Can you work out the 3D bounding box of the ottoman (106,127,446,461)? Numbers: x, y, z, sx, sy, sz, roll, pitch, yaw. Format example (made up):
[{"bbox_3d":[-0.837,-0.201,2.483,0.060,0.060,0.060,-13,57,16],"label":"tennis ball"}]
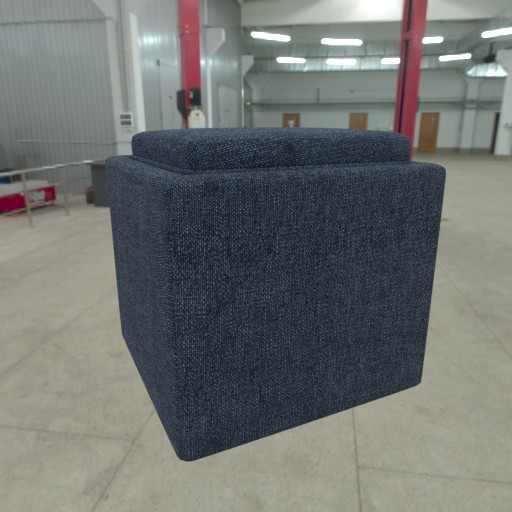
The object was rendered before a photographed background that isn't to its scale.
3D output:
[{"bbox_3d":[0.000,0.000,0.825,0.450,0.460,0.450,-8,18,-25],"label":"ottoman"}]
